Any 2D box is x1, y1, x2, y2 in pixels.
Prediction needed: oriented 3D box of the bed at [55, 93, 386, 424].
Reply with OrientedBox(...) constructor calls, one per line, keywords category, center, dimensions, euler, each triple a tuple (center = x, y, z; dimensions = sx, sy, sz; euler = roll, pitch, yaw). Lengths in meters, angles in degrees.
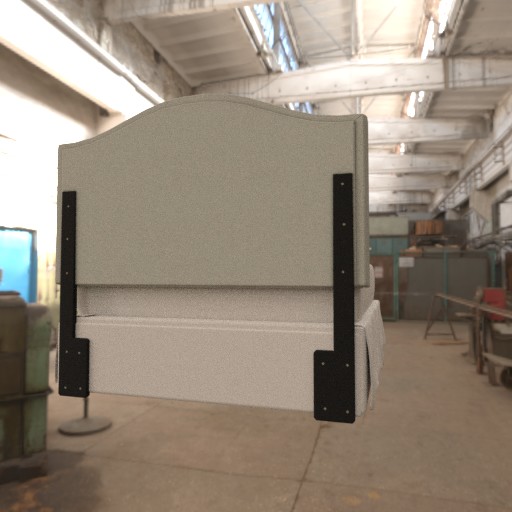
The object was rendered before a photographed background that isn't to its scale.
OrientedBox(category="bed", center=(0.000, 0.000, 3.288), dimensions=(1.813, 1.607, 2.180), euler=(-1, -2, 17))
